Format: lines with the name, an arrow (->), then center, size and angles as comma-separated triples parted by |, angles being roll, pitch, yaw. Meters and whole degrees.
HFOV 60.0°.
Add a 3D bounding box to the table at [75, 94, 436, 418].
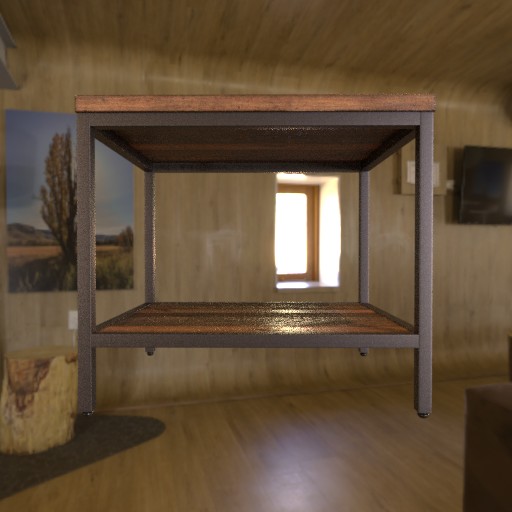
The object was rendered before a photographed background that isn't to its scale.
table -> 0.000, 0.000, 1.095 | 0.678, 0.612, 0.524 | 0, 1, 1
